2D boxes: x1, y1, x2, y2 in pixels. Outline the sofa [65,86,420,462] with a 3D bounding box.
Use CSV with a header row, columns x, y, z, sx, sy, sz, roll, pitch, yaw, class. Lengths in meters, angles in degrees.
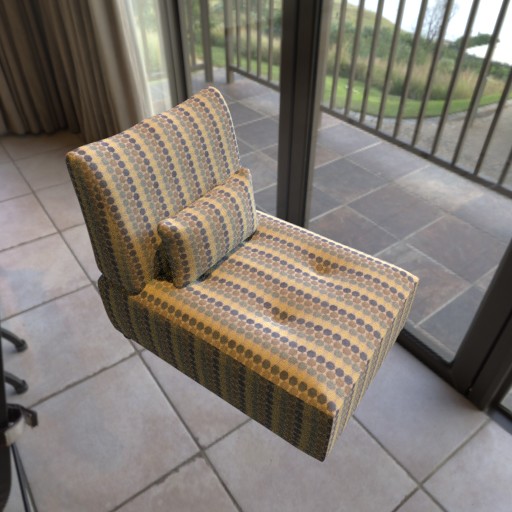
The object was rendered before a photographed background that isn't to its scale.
x,y,z,sx,sy,sz,roll,pitch,yaw,class
0.000,0.000,1.566,1.000,0.820,0.700,25,47,26,sofa
